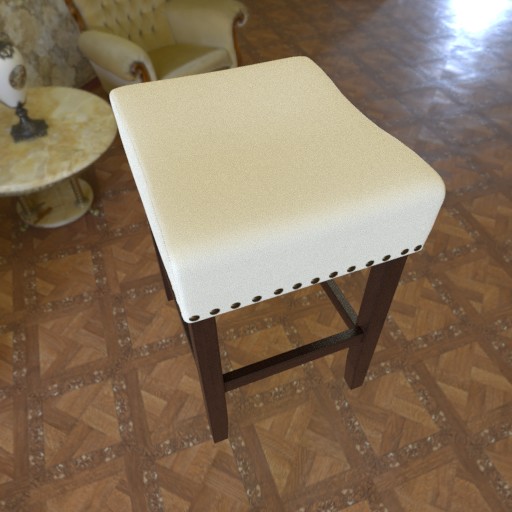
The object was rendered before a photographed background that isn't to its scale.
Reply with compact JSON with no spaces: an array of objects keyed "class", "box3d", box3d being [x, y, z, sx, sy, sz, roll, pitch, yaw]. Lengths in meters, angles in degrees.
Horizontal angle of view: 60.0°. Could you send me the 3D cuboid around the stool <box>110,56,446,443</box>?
[{"class":"stool","box3d":[0.000,0.000,0.922,0.401,0.609,0.471,-16,49,-15]}]
